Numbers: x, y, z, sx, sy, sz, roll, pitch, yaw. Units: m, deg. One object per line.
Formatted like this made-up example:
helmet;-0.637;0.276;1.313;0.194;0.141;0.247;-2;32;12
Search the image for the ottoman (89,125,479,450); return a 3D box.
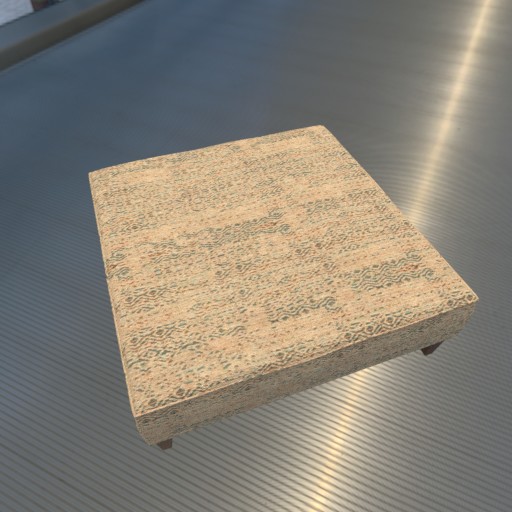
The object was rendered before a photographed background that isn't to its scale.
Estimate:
ottoman;0.000;0.000;1.534;0.968;0.356;1.004;-15;49;-14
